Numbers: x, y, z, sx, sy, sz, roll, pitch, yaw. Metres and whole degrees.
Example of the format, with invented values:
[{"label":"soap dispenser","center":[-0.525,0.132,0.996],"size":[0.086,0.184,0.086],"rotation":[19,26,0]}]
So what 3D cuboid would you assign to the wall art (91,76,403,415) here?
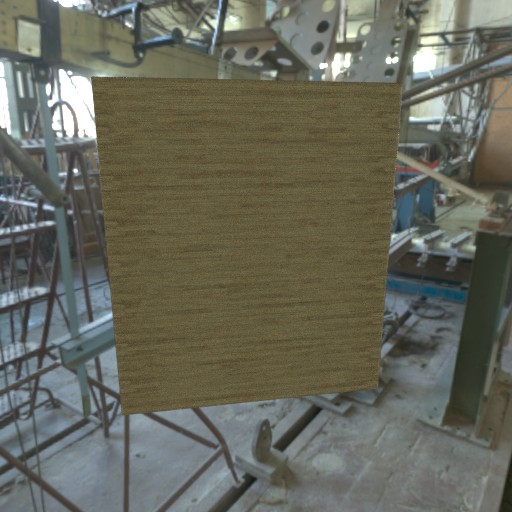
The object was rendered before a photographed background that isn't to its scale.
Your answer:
[{"label":"wall art","center":[0.000,0.000,0.753],"size":[0.483,0.559,0.009],"rotation":[-3,16,-10]}]
